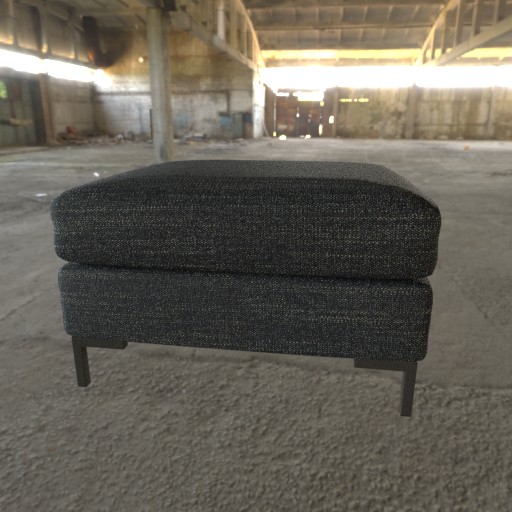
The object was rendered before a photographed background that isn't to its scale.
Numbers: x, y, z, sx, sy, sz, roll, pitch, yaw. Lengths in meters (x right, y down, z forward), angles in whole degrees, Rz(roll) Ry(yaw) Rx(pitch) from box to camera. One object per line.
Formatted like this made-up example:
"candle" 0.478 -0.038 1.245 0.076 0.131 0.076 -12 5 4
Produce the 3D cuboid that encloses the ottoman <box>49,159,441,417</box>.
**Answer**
"ottoman" 0.000 0.000 1.220 0.814 0.491 0.667 3 17 8
